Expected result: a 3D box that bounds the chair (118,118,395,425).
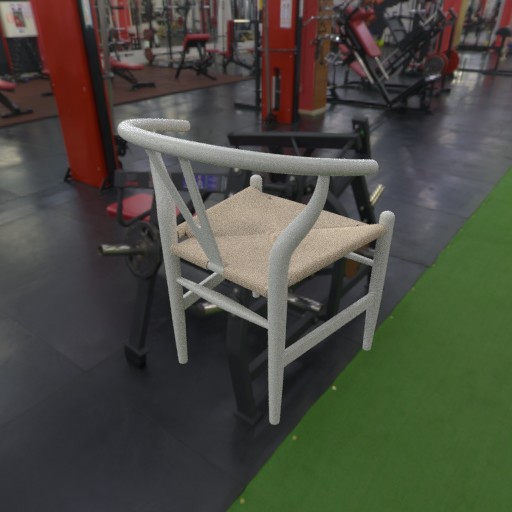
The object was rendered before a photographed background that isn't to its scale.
[{"bbox_3d":[0.000,0.000,1.144,0.569,0.730,0.579,22,36,34],"label":"chair"}]
